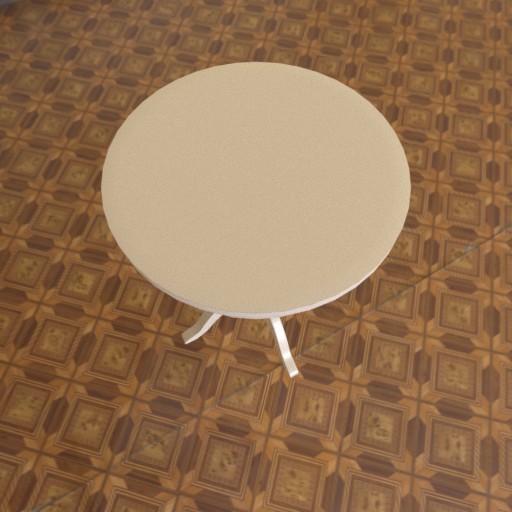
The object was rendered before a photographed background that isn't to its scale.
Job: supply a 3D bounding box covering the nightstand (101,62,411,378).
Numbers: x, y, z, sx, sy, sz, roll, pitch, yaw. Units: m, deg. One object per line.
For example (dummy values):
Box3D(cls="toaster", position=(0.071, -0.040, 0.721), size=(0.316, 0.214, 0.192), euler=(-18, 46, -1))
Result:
Box3D(cls="nightstand", position=(0.000, 0.000, 1.033), size=(0.513, 0.653, 0.513), euler=(-16, 64, -8))
